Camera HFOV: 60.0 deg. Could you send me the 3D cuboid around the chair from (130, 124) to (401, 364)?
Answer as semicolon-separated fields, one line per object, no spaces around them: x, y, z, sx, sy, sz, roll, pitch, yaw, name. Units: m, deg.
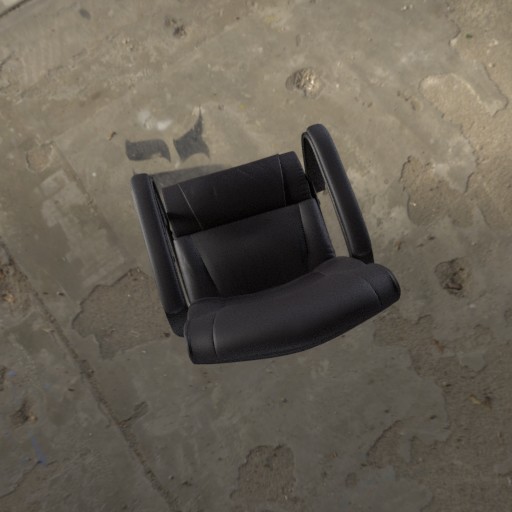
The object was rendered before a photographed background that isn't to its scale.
0.000;0.000;1.377;0.576;0.998;0.641;-17;76;-4;chair
